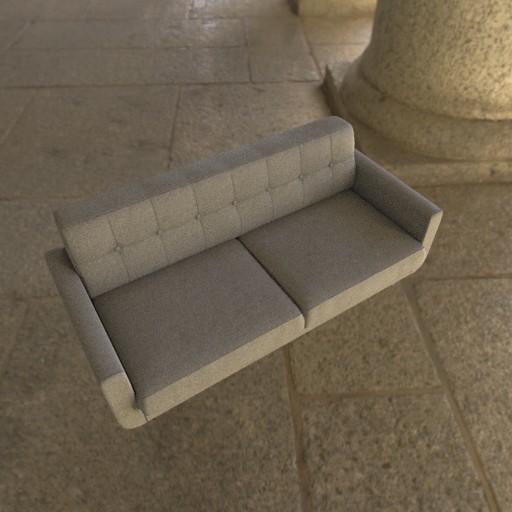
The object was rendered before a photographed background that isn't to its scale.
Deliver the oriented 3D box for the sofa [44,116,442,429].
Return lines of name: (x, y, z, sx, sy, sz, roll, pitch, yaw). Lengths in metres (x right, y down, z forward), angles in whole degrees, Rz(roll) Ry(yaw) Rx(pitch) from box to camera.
sofa: (0.000, 0.000, 2.547, 2.055, 0.873, 0.968, -24, 50, -22)
